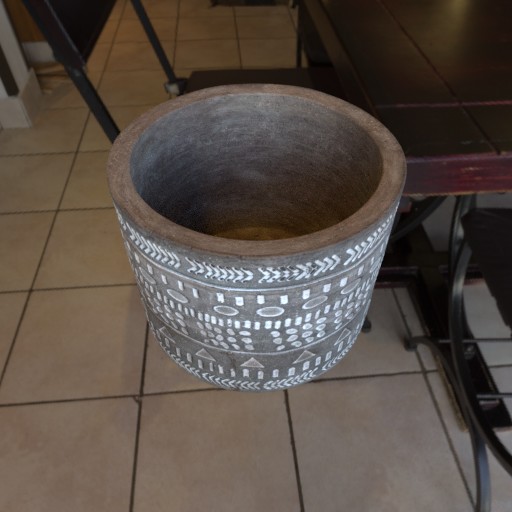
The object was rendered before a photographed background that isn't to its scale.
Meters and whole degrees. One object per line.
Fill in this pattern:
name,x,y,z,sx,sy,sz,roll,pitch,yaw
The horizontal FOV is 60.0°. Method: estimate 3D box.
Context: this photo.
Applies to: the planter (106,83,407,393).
planter,0.000,0.000,0.267,0.142,0.149,0.142,0,47,0
